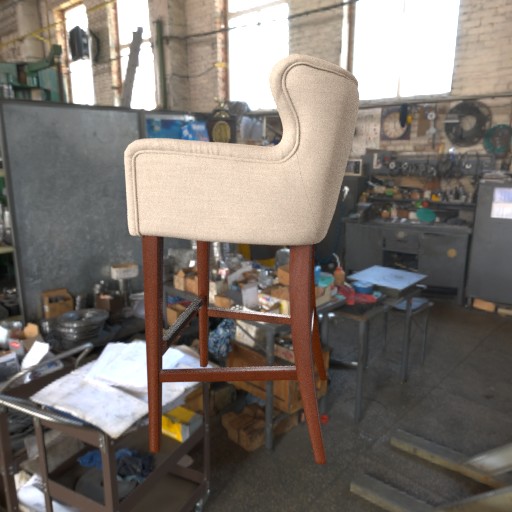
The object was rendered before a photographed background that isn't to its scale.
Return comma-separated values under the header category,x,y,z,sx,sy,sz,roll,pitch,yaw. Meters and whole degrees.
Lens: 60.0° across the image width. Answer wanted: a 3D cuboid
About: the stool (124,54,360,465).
category,x,y,z,sx,sy,sz,roll,pitch,yaw
stool,0.000,0.000,1.340,0.563,1.034,0.556,2,14,9
